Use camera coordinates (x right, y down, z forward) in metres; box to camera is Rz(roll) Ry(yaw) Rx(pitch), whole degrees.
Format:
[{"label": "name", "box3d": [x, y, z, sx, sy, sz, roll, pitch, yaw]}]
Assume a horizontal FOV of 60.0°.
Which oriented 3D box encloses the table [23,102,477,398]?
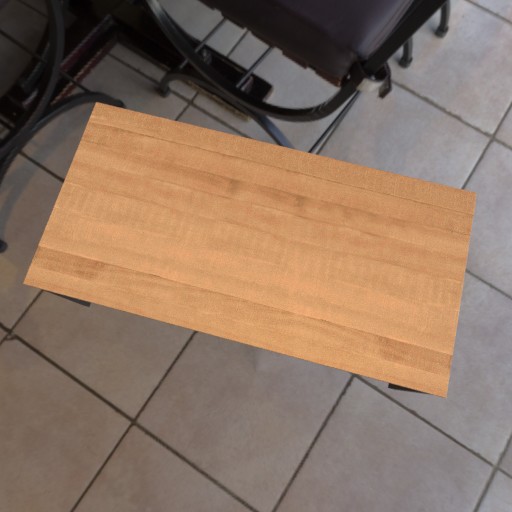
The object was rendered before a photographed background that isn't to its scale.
[{"label": "table", "box3d": [0.000, 0.000, 1.368, 1.100, 0.399, 0.551, 14, 76, 4]}]
